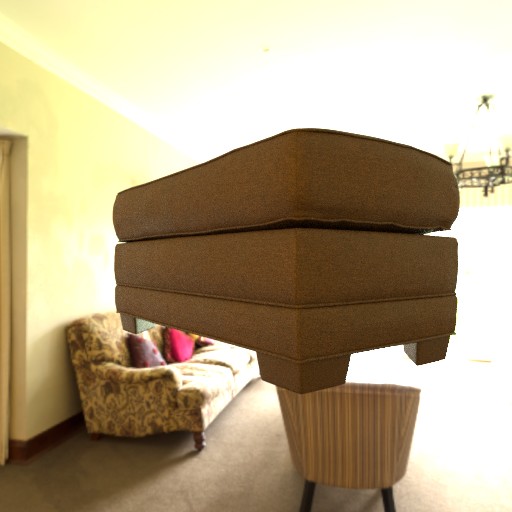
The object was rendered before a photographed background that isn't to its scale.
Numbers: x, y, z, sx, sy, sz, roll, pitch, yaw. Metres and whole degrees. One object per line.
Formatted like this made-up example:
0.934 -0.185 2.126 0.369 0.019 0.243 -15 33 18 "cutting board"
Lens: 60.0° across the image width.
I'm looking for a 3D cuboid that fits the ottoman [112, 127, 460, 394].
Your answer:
0.000 0.000 1.145 0.490 0.448 0.864 0 -1 -36 "ottoman"
